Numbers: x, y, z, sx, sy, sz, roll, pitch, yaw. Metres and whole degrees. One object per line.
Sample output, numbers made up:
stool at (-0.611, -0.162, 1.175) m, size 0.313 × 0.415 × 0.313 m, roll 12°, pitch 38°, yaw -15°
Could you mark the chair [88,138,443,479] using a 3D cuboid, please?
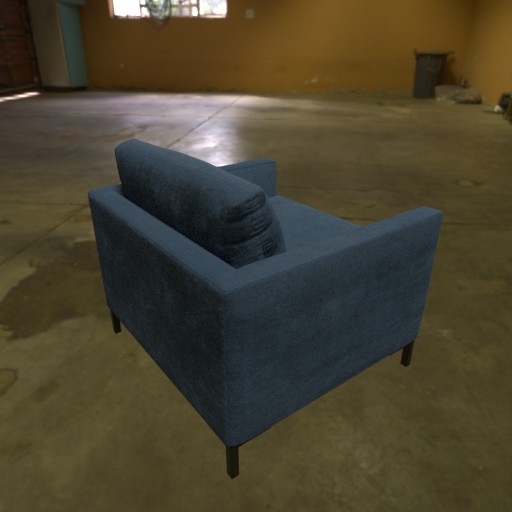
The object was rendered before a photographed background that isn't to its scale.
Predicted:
chair at (0.000, 0.000, 1.630) m, size 0.875 × 0.812 × 0.964 m, roll -18°, pitch 31°, yaw -33°
